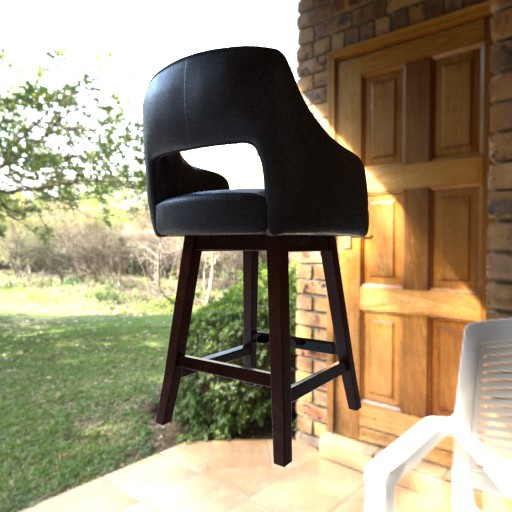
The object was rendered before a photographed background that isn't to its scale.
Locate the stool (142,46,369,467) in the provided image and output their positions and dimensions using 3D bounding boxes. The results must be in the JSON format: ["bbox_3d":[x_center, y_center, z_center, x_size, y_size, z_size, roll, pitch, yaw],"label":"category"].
[{"bbox_3d":[0.000,0.000,1.250,0.550,0.936,0.560,1,2,36],"label":"stool"}]
